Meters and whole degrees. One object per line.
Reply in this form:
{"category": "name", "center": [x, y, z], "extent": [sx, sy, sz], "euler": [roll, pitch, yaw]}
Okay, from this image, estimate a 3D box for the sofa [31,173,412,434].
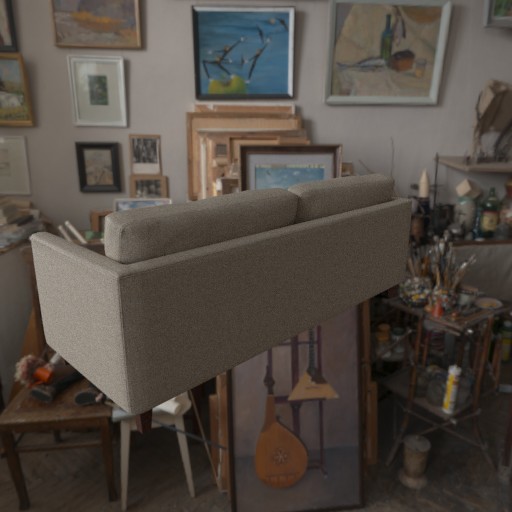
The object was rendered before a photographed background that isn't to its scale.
{"category": "sofa", "center": [0.000, 0.000, 2.876], "extent": [0.951, 0.965, 2.434], "euler": [16, 23, 42]}
